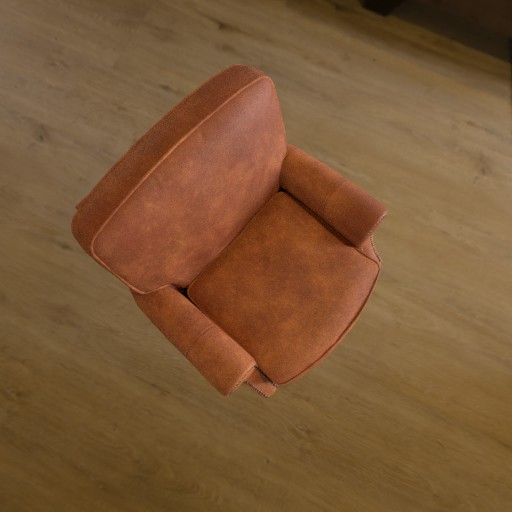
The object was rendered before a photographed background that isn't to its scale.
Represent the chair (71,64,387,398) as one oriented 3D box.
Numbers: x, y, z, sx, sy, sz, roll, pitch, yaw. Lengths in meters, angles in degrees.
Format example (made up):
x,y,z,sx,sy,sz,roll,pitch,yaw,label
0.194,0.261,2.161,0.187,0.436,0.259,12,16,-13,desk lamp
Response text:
x,y,z,sx,sy,sz,roll,pitch,yaw,label
0.000,0.000,1.753,0.986,1.018,0.936,41,79,10,chair
